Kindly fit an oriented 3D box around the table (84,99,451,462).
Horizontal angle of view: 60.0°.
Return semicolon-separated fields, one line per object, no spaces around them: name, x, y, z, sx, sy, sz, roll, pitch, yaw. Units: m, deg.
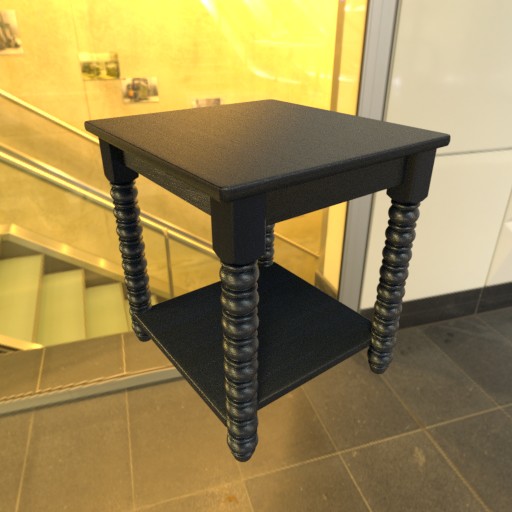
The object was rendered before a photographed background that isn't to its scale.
table;0.000;0.000;0.995;0.500;0.567;0.533;-19;33;-32
